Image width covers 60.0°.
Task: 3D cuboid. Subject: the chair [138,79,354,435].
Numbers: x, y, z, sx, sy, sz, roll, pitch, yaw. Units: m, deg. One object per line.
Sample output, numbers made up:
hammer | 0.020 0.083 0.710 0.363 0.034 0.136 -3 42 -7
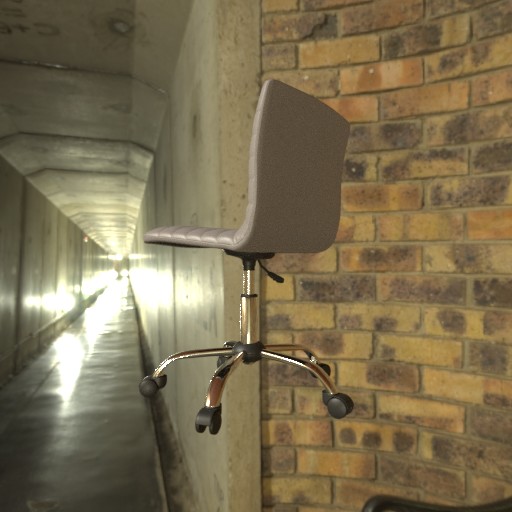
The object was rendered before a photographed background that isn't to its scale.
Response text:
chair | 0.000 0.000 1.179 0.542 0.750 0.569 0 0 36
